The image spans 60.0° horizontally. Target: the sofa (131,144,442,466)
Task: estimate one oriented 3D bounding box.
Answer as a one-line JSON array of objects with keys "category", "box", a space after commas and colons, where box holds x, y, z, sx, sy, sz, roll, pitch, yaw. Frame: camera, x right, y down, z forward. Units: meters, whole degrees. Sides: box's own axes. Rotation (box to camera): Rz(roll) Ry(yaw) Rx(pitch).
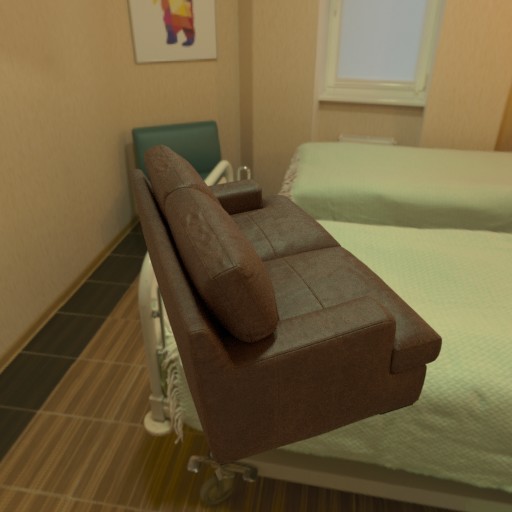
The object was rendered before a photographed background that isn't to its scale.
[{"category": "sofa", "box": [0.000, 0.000, 2.511, 1.143, 0.939, 1.880, -10, 31, -17]}]
